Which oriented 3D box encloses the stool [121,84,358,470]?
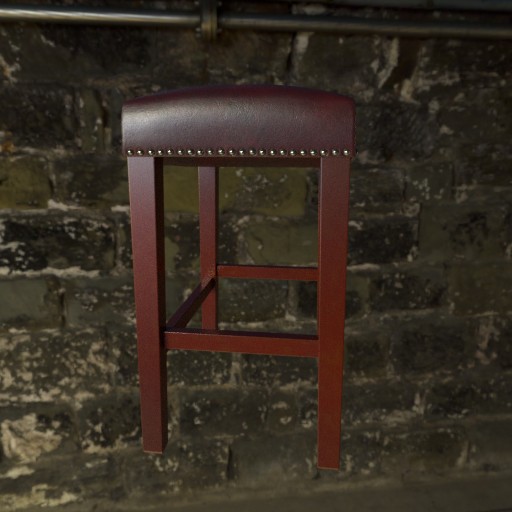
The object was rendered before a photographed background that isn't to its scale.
[{"bbox_3d":[0.000,0.000,0.972,0.372,0.657,0.504,2,14,7],"label":"stool"}]
